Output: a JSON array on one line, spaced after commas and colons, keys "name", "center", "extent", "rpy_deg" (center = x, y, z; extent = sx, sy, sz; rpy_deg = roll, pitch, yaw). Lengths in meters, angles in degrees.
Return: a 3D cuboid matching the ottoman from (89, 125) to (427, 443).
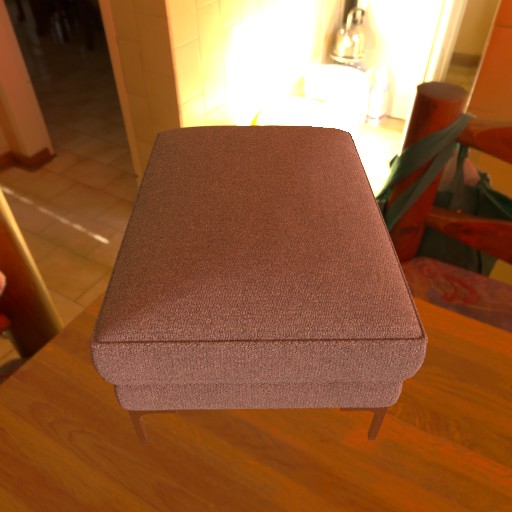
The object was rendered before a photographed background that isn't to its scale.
[{"name": "ottoman", "center": [0.000, 0.000, 1.132], "extent": [0.583, 0.464, 0.785], "rpy_deg": [-1, 42, -1]}]
